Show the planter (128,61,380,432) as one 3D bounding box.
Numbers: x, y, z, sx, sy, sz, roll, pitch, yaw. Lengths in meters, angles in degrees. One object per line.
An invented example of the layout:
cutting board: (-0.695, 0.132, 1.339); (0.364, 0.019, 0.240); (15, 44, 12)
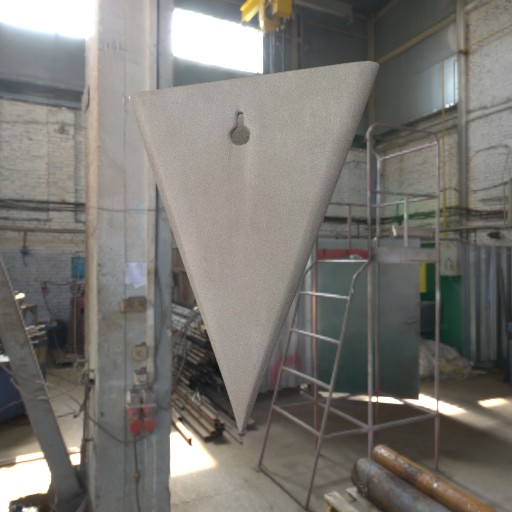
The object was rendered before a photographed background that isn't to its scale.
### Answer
planter: (0.000, 0.000, 0.273); (0.150, 0.197, 0.060); (0, -1, 18)
